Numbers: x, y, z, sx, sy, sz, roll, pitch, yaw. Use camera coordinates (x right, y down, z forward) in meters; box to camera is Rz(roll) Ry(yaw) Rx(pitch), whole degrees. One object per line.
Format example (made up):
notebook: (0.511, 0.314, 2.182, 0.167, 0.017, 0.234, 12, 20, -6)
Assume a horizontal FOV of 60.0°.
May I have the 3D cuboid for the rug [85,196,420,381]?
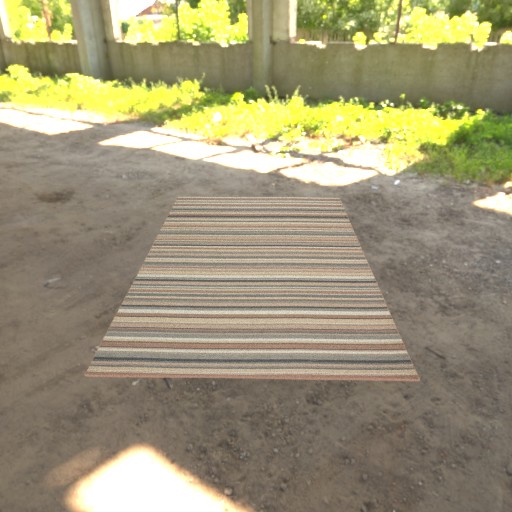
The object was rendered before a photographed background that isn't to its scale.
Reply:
rug: (0.000, 0.000, 3.092, 1.523, 0.014, 2.438, 0, 27, 1)
